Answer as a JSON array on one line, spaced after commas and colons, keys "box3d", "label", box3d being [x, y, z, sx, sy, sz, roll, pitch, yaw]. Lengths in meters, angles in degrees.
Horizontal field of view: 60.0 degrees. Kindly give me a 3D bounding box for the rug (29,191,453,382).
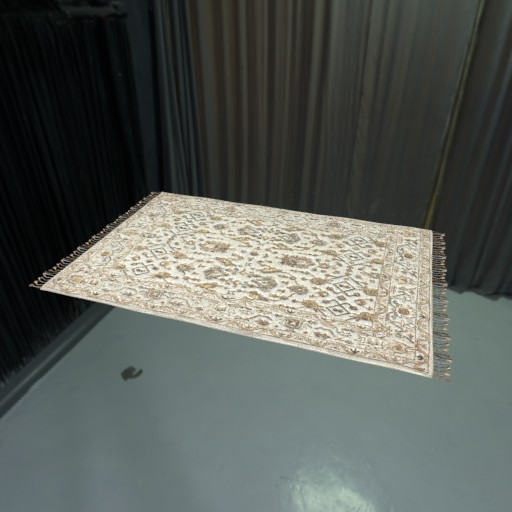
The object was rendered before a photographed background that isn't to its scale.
[{"box3d": [0.000, 0.000, 2.986, 2.434, 0.027, 1.529, 10, 33, 16], "label": "rug"}]
